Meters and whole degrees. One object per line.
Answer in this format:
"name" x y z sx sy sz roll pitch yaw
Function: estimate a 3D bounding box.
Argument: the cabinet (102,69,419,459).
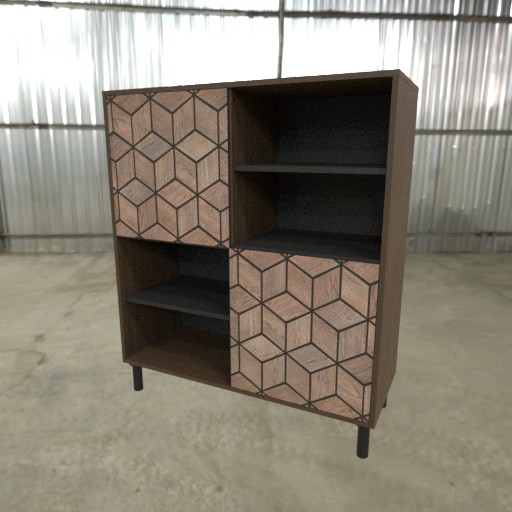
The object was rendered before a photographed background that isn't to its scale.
"cabinet" 0.000 0.000 1.651 1.010 1.170 0.400 7 15 25
